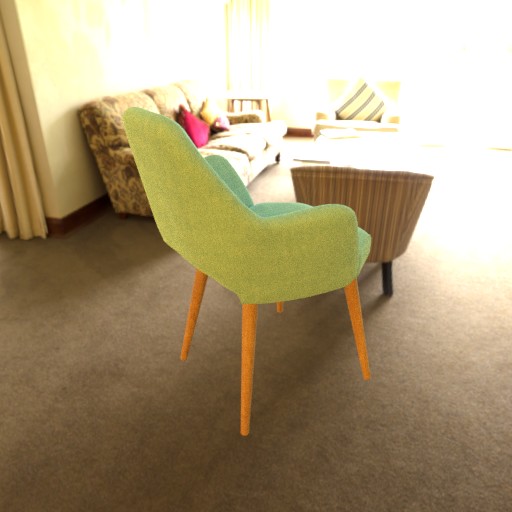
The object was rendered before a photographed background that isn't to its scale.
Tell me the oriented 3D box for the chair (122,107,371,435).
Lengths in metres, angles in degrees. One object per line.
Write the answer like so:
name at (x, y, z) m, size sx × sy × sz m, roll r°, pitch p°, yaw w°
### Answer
chair at (0.000, 0.000, 1.259) m, size 0.610 × 0.840 × 0.590 m, roll -17°, pitch 31°, yaw -30°
